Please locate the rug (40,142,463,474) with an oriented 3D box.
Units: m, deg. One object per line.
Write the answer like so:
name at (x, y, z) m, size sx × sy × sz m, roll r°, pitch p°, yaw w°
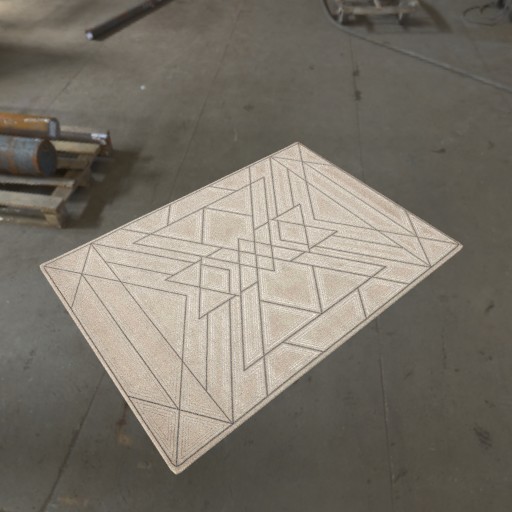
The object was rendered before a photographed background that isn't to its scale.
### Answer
rug at (0.000, 0.000, 4.327) m, size 3.381 × 0.026 × 2.436 m, roll -31°, pitch 54°, yaw -26°
